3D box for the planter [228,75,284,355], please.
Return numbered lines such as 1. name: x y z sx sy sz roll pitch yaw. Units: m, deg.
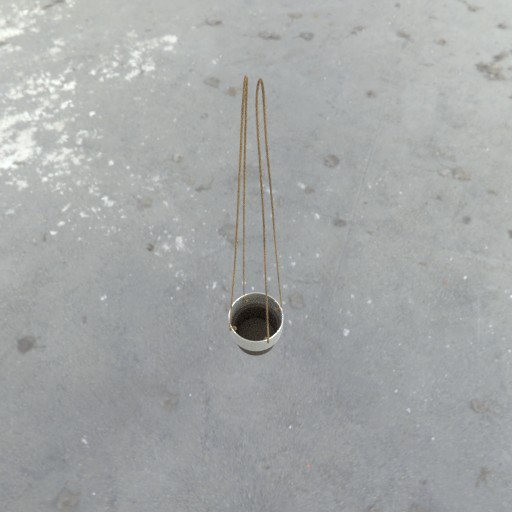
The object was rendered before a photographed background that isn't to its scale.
1. planter: 0.000 0.000 1.183 0.187 1.073 0.187 17 58 11
